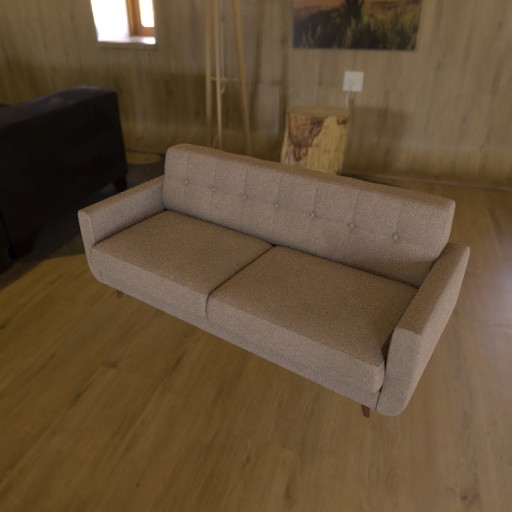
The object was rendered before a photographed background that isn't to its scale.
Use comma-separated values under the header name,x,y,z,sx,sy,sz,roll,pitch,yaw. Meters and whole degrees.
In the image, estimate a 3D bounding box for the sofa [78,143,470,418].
name,x,y,z,sx,sy,sz,roll,pitch,yaw
sofa,0.000,0.000,2.489,2.029,0.841,0.909,19,35,29
